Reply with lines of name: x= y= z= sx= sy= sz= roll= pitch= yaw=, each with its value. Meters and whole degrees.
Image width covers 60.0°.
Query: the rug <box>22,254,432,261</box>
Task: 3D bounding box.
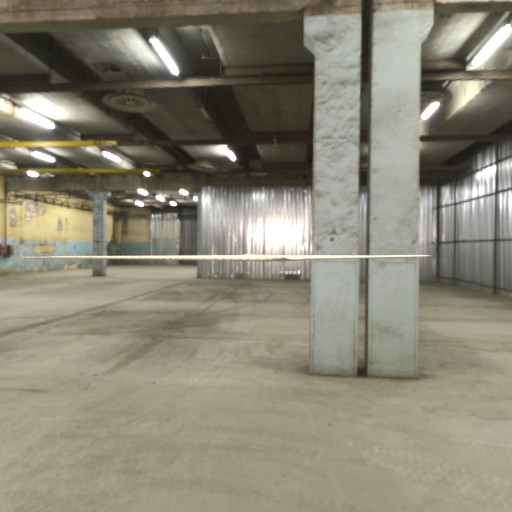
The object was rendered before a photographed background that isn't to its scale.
rug: x=0.000 y=0.000 z=3.860 sx=2.277 sy=0.035 sz=2.897 roll=0 pitch=0 yaw=34
